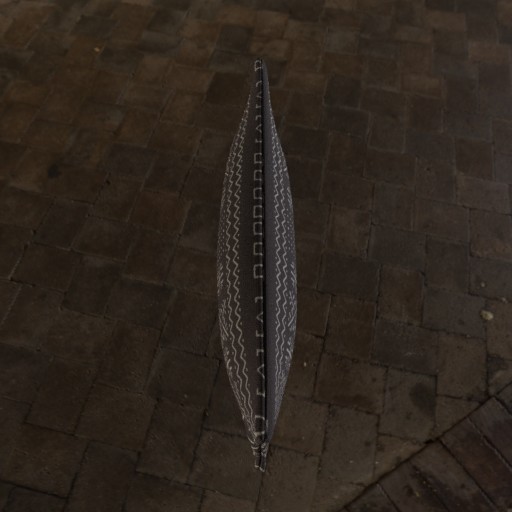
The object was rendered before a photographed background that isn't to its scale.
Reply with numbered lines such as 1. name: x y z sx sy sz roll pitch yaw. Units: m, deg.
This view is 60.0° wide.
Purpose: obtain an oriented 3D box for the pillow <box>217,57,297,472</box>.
1. pillow: 0.000 0.000 0.782 0.135 0.322 0.667 0 60 0
